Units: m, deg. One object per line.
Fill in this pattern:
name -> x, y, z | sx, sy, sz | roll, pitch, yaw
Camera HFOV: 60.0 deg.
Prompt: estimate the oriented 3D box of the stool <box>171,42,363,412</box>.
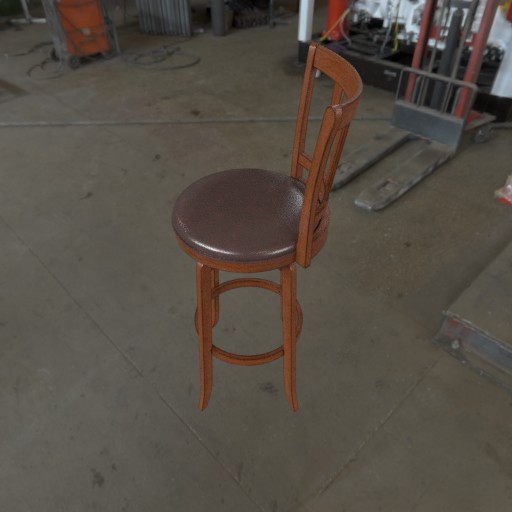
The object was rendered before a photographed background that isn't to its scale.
stool -> 0.000, 0.000, 1.440 | 0.503, 1.177, 0.464 | 0, 41, 0
